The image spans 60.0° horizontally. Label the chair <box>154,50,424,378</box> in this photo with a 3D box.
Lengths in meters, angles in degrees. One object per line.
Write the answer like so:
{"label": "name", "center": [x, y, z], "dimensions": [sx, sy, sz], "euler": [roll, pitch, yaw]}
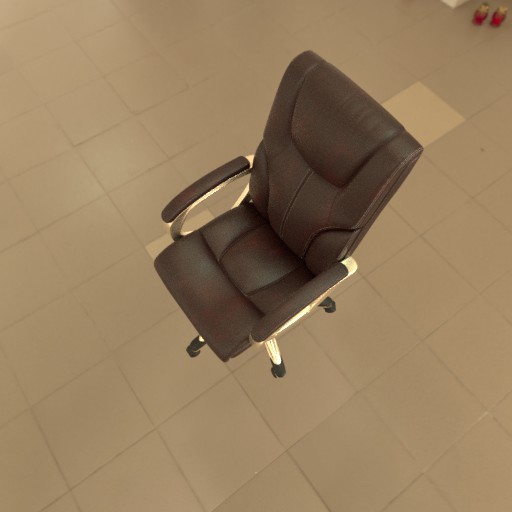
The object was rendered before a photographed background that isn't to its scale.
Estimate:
{"label": "chair", "center": [0.000, 0.000, 1.566], "dimensions": [0.739, 1.107, 0.662], "euler": [-34, 69, -15]}
